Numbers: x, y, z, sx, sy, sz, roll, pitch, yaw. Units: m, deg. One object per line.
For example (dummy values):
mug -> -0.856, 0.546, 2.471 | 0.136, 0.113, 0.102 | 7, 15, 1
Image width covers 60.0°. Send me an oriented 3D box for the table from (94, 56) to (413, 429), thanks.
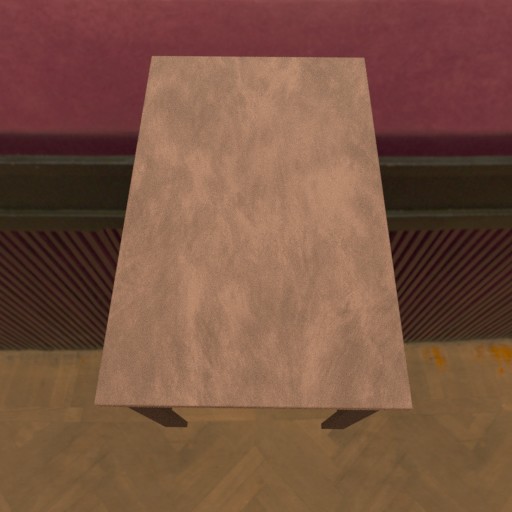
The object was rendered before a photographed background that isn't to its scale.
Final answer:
table -> 0.000, 0.000, 1.544 | 0.700, 0.734, 1.100 | 1, 64, 0
